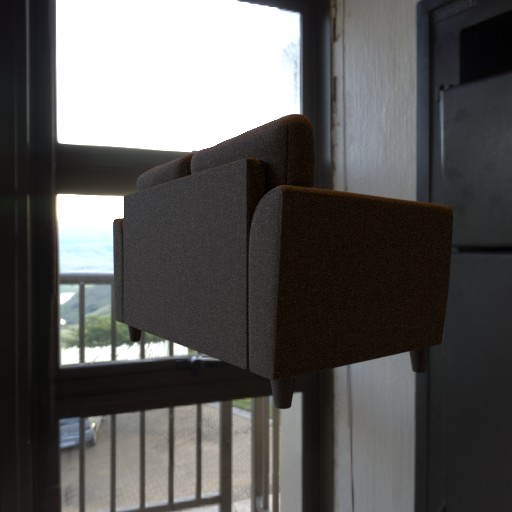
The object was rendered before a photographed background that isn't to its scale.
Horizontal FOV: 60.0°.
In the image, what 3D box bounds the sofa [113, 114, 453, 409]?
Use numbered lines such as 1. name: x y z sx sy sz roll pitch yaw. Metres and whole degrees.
1. sofa: 0.000 0.000 2.001 0.851 0.885 1.423 0 0 -36
